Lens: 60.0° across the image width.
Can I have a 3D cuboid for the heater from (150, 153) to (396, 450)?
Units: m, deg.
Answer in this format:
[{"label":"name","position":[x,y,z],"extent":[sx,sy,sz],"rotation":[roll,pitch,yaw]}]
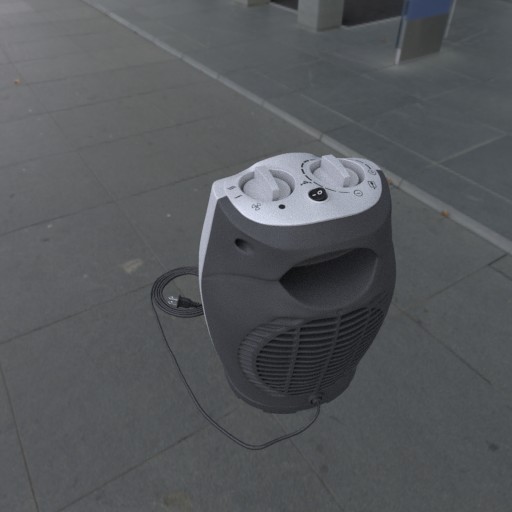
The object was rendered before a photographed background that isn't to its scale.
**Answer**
[{"label":"heater","position":[0.000,0.000,0.476],"extent":[0.239,0.255,0.291],"rotation":[-12,42,-14]}]
